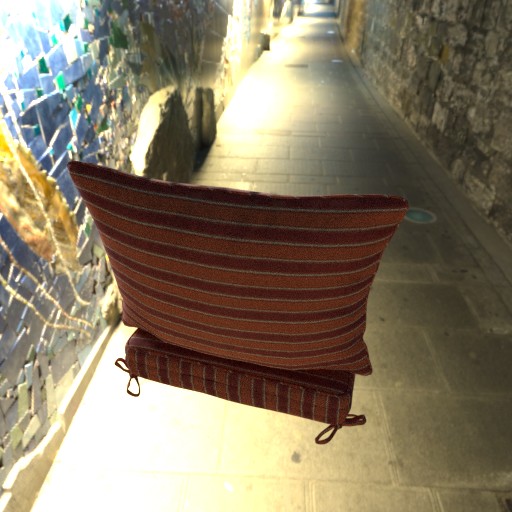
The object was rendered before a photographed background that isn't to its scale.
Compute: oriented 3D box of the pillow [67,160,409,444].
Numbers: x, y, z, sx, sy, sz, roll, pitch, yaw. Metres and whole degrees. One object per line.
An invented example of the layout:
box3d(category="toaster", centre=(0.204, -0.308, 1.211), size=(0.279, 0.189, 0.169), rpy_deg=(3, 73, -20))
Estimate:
box3d(category="pillow", centre=(0.000, 0.000, 1.377), size=(0.799, 0.723, 0.733), rpy_deg=(9, 32, 15))
